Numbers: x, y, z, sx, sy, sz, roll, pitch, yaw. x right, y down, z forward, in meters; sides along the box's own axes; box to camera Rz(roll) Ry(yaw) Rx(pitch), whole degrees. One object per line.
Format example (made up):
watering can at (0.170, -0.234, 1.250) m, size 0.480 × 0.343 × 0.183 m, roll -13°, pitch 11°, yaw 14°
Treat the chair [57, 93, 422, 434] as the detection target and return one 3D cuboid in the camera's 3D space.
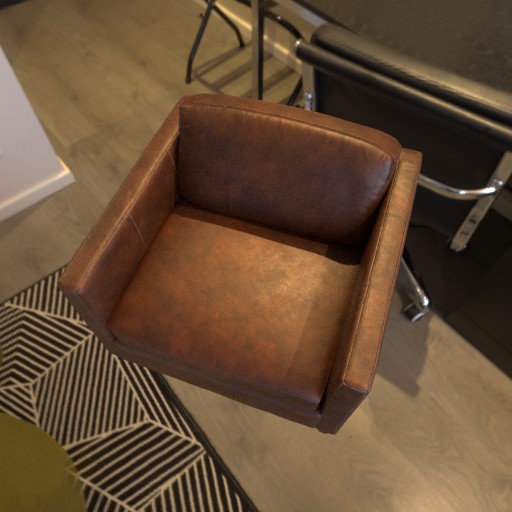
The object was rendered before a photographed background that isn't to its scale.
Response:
chair at (0.000, 0.000, 1.723) m, size 0.990 × 0.864 × 0.975 m, roll 17°, pitch 59°, yaw 10°
